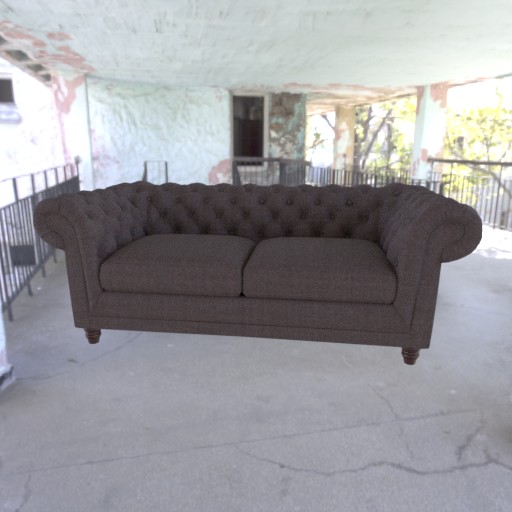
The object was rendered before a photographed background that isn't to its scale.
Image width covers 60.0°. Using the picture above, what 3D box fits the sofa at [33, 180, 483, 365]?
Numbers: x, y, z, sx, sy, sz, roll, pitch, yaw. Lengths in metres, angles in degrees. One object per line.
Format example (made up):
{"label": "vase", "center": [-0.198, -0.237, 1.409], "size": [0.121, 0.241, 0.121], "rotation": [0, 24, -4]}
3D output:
{"label": "sofa", "center": [0.000, 0.000, 2.470], "size": [2.048, 0.780, 0.944], "rotation": [2, 14, 8]}
